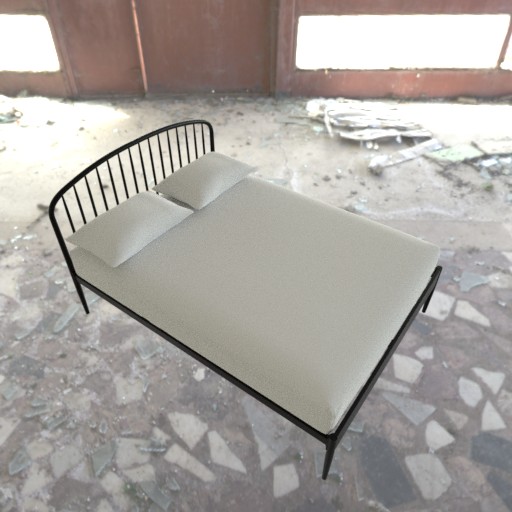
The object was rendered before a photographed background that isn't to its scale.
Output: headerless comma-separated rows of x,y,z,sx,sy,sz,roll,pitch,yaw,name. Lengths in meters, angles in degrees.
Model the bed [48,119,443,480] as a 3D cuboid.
0.000,0.000,3.102,2.159,1.166,1.618,26,47,27,bed
